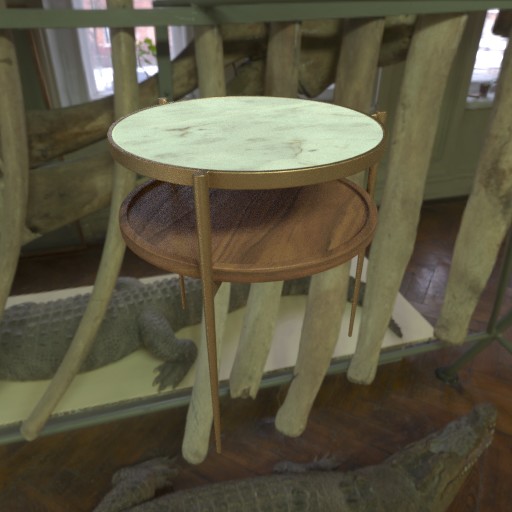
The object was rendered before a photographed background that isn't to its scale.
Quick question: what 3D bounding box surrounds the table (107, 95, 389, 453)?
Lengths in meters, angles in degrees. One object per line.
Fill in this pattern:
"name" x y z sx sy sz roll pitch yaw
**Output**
"table" 0.000 0.000 0.816 0.456 0.493 0.430 -8 32 -14
